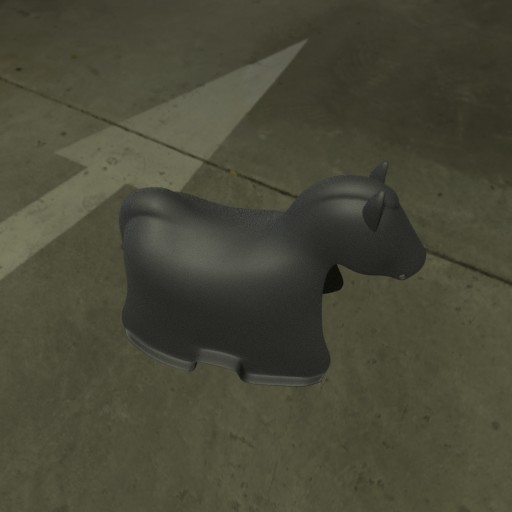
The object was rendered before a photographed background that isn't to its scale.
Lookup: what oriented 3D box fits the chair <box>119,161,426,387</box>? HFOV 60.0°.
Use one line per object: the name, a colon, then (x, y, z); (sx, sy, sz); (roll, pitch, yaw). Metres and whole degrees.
chair: (0.000, 0.000, 1.158); (0.800, 0.612, 0.429); (11, 48, 10)
